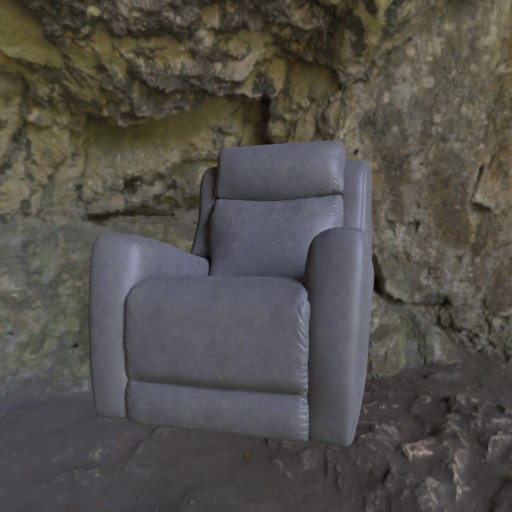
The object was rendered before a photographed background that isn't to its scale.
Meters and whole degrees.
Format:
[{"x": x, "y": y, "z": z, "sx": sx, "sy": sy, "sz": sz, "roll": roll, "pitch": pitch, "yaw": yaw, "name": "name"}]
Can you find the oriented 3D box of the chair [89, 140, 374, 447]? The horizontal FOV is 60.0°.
[{"x": 0.000, "y": 0.000, "z": 1.869, "sx": 0.967, "sy": 1.116, "sz": 1.068, "roll": 0, "pitch": 1, "yaw": 17, "name": "chair"}]
